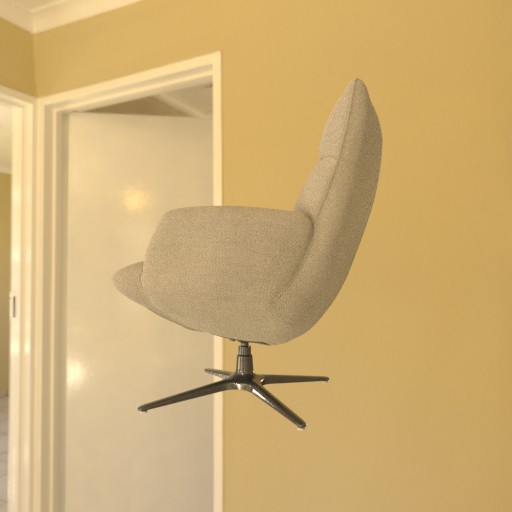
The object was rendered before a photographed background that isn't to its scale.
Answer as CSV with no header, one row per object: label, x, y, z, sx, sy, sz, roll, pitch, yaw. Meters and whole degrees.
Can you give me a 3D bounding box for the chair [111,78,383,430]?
chair,0.000,0.000,1.612,0.889,1.016,0.711,0,-1,16
